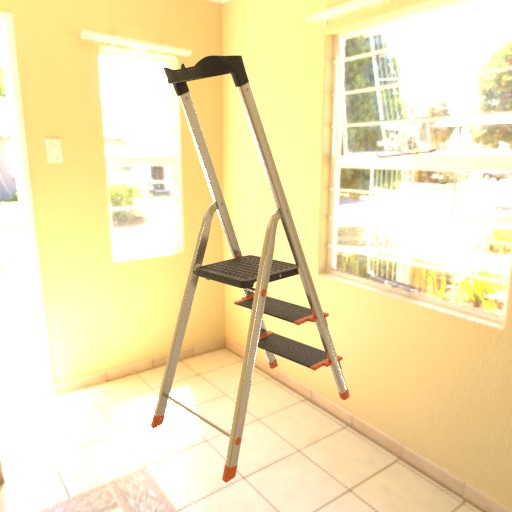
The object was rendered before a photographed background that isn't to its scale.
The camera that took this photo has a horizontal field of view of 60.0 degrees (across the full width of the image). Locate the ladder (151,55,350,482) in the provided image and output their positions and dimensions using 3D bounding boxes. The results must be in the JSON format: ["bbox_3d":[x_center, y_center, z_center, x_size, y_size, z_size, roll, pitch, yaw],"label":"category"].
[{"bbox_3d":[0.000,0.000,1.580,0.416,1.229,0.686,12,17,43],"label":"ladder"}]
